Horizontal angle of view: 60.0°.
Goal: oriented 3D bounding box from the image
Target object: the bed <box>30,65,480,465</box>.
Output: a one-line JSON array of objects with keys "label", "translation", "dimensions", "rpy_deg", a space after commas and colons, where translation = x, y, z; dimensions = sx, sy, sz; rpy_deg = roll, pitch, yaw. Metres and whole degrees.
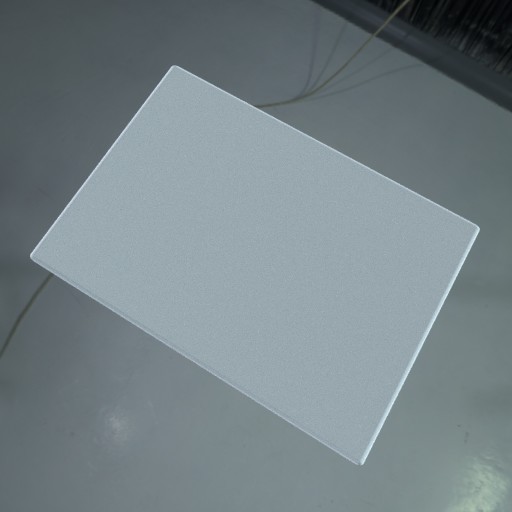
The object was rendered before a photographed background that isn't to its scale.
[{"label": "bed", "translation": [0.000, 0.000, 2.559], "dimensions": [1.927, 0.616, 1.348], "rpy_deg": [30, 78, 7]}]
